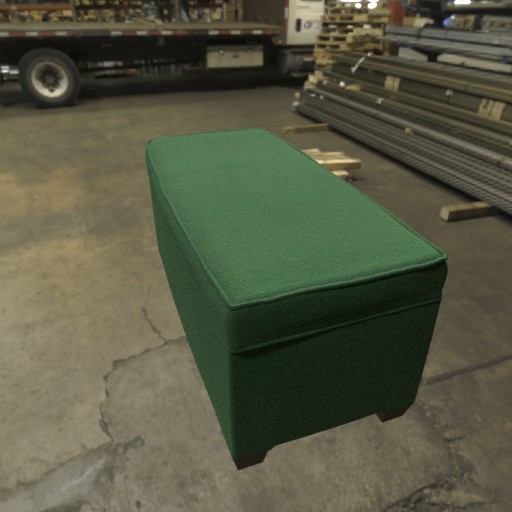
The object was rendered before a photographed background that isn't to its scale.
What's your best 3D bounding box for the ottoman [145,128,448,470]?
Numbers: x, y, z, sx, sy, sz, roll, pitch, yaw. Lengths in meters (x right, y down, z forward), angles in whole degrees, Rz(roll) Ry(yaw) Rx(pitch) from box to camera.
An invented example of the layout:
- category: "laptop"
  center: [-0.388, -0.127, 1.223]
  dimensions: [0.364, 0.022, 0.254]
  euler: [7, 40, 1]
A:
- category: "ottoman"
  center: [0.000, 0.000, 1.228]
  dimensions: [0.483, 0.471, 0.957]
  euler: [-10, 32, -17]
